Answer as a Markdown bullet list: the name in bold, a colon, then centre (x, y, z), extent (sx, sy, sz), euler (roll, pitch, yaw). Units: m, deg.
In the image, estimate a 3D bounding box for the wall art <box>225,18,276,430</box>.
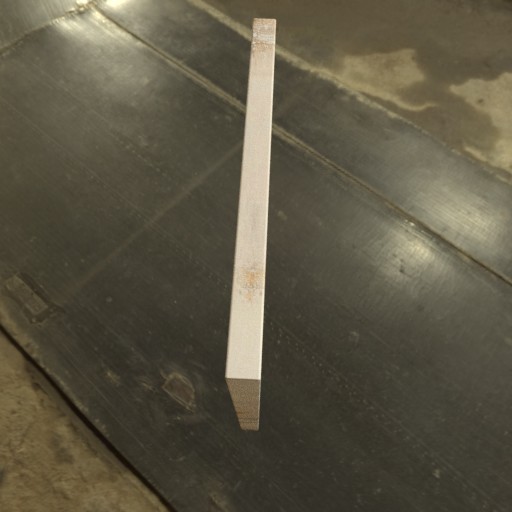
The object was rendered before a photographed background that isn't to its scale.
- **wall art**: centre (0.000, 0.000, 0.903), extent (0.040, 0.613, 0.611), euler (2, 64, 1)
